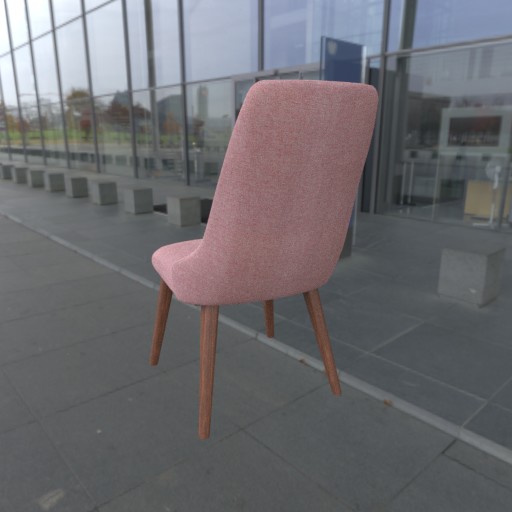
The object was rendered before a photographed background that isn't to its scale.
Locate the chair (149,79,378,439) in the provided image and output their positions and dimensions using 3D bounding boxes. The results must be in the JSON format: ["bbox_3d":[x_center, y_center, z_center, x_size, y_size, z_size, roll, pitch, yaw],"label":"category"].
[{"bbox_3d":[0.000,0.000,1.331,0.535,0.918,0.707,-8,17,-26],"label":"chair"}]
